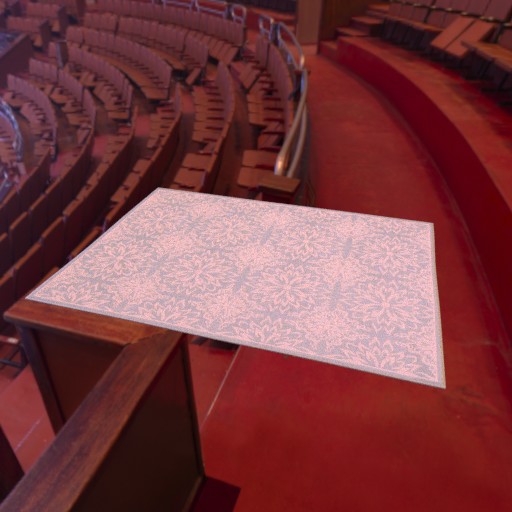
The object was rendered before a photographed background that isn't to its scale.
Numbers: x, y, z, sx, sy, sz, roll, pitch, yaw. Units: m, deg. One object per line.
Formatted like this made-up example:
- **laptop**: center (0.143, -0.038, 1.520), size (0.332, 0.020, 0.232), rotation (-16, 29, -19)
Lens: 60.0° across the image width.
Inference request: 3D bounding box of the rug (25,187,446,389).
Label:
- **rug**: center (0.000, 0.000, 2.838), size (2.205, 0.014, 1.589), rotation (9, 34, 14)
